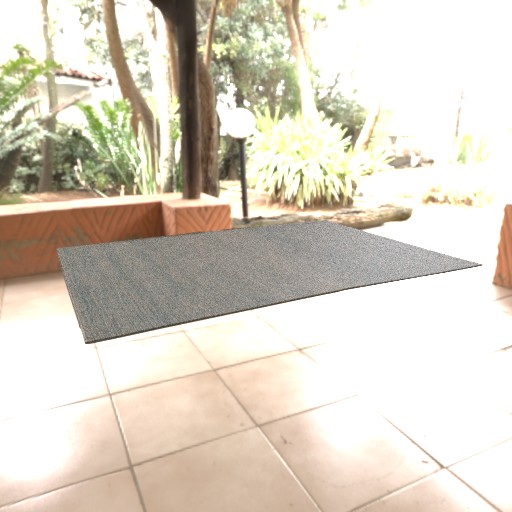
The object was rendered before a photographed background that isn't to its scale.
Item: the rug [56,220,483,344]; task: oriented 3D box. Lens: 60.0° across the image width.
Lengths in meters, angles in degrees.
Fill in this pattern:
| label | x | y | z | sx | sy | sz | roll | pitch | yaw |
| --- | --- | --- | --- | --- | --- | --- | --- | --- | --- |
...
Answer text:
| label | x | y | z | sx | sy | sz | roll | pitch | yaw |
| --- | --- | --- | --- | --- | --- | --- | --- | --- | --- |
| rug | 0.000 | 0.000 | 2.891 | 2.306 | 0.030 | 1.613 | -8 | 17 | -26 |
